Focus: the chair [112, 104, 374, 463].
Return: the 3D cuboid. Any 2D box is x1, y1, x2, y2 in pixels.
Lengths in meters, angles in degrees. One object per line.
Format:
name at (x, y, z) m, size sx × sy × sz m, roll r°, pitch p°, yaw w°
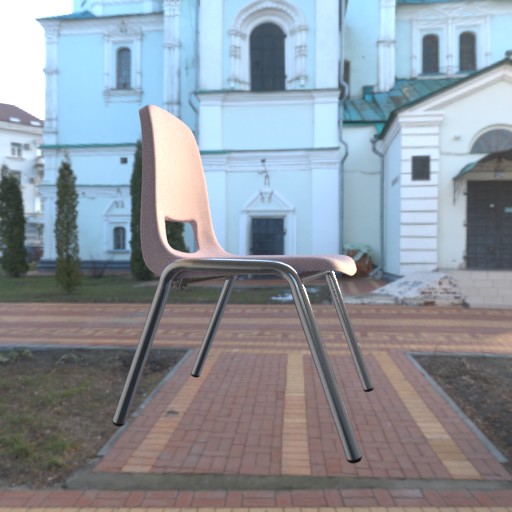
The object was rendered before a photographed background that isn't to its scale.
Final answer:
chair at (0.000, 0.000, 0.850) m, size 0.423 × 0.586 × 0.354 m, roll 0°, pitch 1°, yaw 18°
